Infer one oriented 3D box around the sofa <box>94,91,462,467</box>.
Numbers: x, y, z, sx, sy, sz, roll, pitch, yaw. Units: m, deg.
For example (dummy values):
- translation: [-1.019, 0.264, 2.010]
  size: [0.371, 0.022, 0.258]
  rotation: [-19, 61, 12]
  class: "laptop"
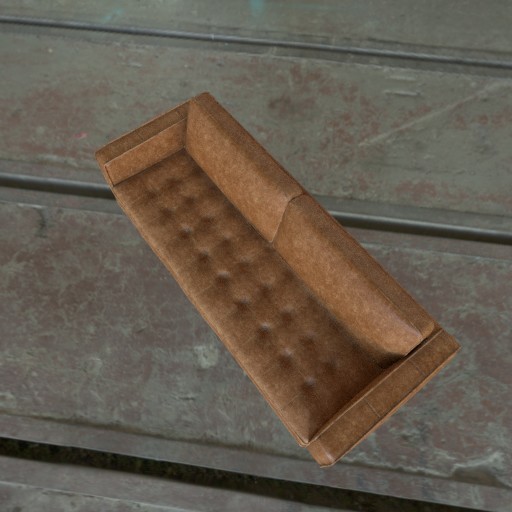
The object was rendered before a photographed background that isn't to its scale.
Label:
- translation: [0.000, 0.000, 2.580]
  size: [0.886, 0.779, 2.199]
  rotation: [-34, 68, -16]
  class: "sofa"
